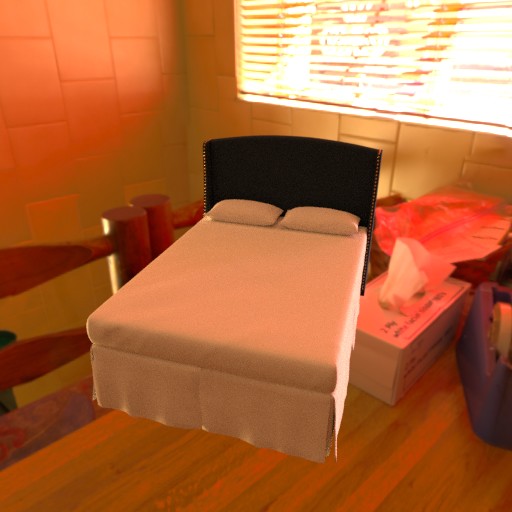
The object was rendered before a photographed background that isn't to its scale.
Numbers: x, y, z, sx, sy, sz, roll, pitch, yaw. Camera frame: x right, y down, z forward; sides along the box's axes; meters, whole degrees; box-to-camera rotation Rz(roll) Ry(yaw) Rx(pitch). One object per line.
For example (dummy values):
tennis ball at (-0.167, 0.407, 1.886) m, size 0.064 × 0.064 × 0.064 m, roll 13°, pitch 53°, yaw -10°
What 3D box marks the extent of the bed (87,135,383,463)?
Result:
bed at (0.000, 0.000, 3.321) m, size 1.604 × 1.402 × 2.223 m, roll 8°, pitch 27°, yaw 16°
